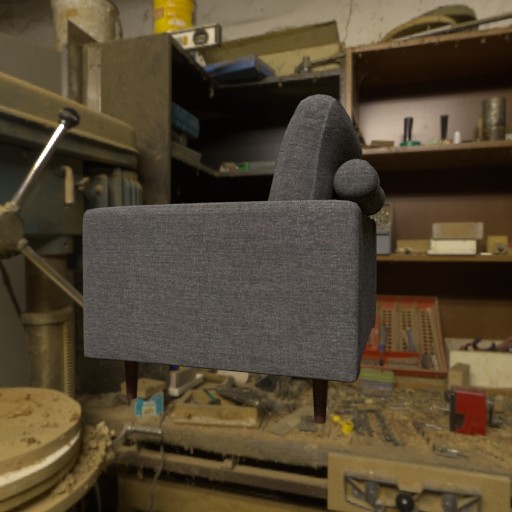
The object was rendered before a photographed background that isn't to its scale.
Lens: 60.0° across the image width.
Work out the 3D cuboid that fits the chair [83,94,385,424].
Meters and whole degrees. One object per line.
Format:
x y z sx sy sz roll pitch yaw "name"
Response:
0.000 0.000 1.534 0.843 0.880 0.821 1 2 18 "chair"
